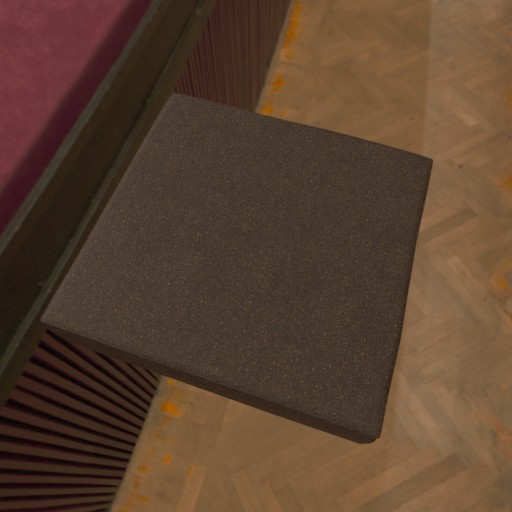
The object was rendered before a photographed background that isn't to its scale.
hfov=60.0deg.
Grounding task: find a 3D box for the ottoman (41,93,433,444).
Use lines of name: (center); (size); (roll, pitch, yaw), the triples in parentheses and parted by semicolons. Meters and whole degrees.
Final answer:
ottoman: (0.000, 0.000, 1.557); (1.004, 0.382, 0.968); (17, 64, 8)
